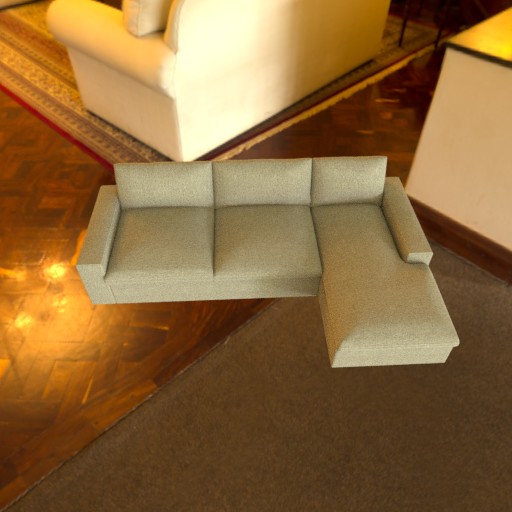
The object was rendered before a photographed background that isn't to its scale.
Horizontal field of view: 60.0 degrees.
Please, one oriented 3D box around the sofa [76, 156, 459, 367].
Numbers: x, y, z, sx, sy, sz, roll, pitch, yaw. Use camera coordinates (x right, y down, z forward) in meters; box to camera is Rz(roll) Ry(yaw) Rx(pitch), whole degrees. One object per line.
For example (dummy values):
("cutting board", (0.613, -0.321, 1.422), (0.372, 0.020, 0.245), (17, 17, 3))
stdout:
("sofa", (0.000, 0.000, 3.516), (2.718, 0.813, 1.689), (-2, 46, -2))
